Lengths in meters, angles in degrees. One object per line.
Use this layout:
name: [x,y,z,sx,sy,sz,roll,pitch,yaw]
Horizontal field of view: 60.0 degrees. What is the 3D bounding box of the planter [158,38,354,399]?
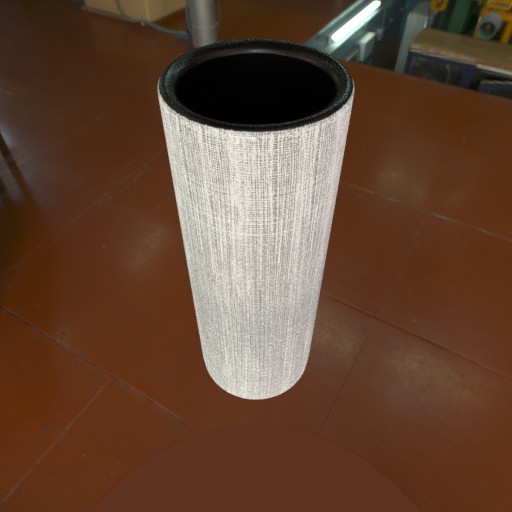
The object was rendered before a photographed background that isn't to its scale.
planter: [0.000,0.000,0.325,0.100,0.270,0.100,-19,50,-17]
